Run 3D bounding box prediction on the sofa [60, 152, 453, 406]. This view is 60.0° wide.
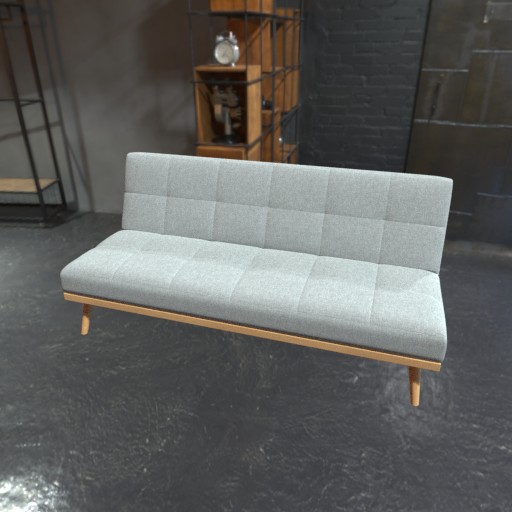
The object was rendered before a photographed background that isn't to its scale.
[{"bbox_3d":[0.000,0.000,2.266,1.820,0.800,0.800,8,28,16],"label":"sofa"}]
